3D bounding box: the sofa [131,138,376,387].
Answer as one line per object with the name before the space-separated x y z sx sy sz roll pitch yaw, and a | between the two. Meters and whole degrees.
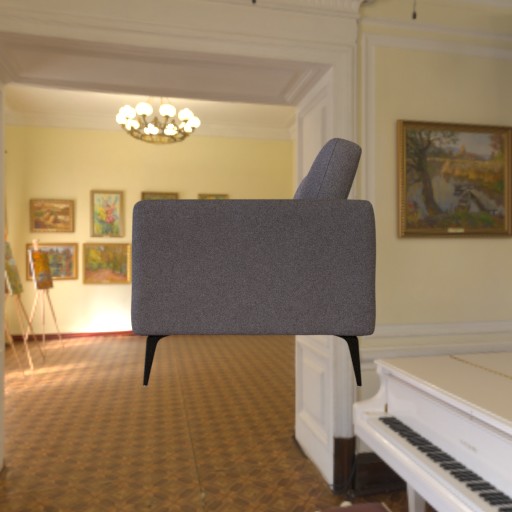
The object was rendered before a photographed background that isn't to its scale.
sofa | 0.000 0.000 2.336 0.774 0.828 1.925 0 0 1
